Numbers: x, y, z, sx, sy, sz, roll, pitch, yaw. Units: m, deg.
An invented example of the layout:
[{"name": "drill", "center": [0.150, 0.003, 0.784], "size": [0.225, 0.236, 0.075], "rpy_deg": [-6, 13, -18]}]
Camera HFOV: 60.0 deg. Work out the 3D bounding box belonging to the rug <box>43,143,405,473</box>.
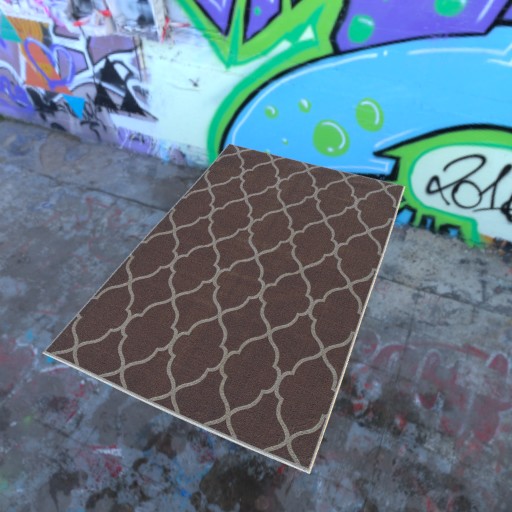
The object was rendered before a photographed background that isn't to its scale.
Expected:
[{"name": "rug", "center": [0.000, 0.000, 2.901], "size": [1.528, 0.014, 2.294], "rpy_deg": [17, 48, 16]}]
